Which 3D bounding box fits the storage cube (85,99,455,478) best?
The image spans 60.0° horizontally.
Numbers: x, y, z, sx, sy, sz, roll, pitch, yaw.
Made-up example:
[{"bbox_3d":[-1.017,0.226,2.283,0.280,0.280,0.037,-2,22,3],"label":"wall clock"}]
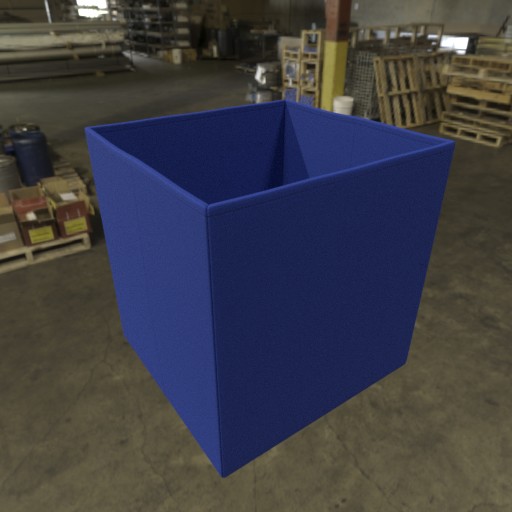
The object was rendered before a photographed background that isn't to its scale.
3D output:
[{"bbox_3d":[0.000,0.000,0.505,0.270,0.280,0.270,-19,35,-30],"label":"storage cube"}]
